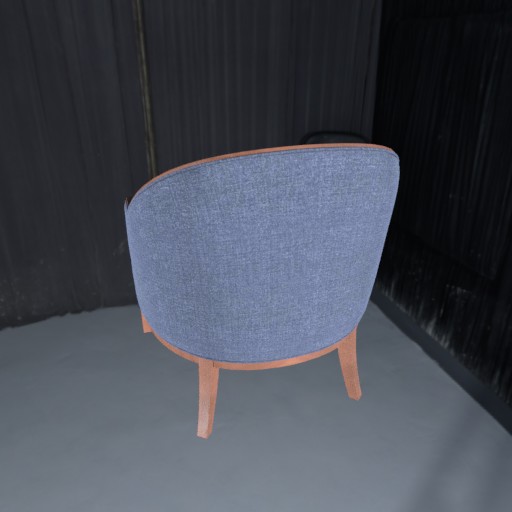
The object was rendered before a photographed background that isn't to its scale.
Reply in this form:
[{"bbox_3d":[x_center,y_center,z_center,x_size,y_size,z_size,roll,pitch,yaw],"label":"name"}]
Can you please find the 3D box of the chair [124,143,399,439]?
[{"bbox_3d":[0.000,0.000,1.484,0.803,0.876,0.735,-8,27,-16],"label":"chair"}]
